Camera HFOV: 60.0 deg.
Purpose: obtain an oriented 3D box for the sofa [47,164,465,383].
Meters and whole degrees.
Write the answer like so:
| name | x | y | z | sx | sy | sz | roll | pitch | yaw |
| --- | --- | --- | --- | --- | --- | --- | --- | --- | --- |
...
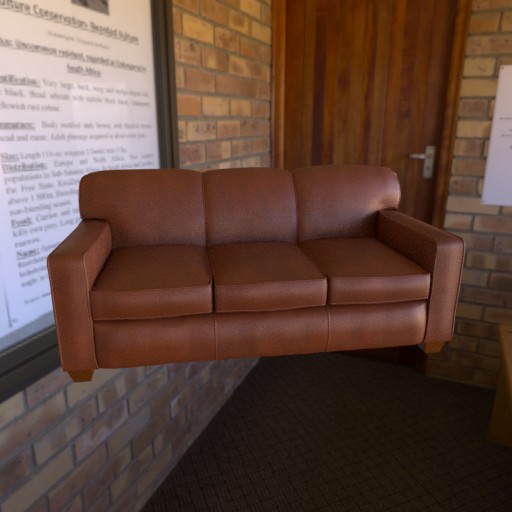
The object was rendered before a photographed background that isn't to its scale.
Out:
| name | x | y | z | sx | sy | sz | roll | pitch | yaw |
| --- | --- | --- | --- | --- | --- | --- | --- | --- | --- |
| sofa | 0.000 | 0.000 | 2.560 | 2.039 | 0.953 | 1.008 | -3 | 17 | -9 |
